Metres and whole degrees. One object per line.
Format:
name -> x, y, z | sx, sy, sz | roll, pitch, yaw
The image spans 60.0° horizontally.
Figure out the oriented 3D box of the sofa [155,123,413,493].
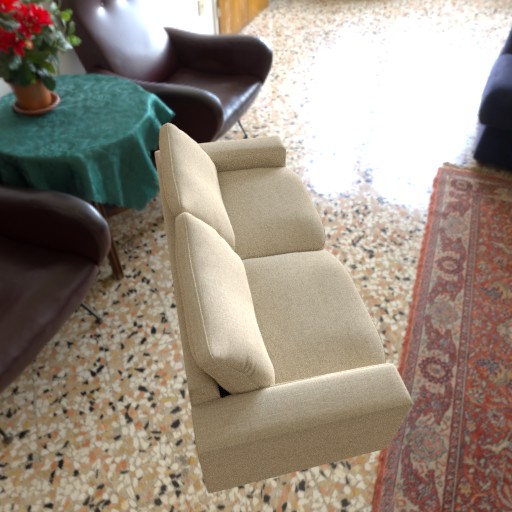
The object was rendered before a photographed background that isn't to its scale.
sofa -> 0.000, 0.000, 2.749 | 1.040, 0.922, 2.299 | -10, 47, -9
